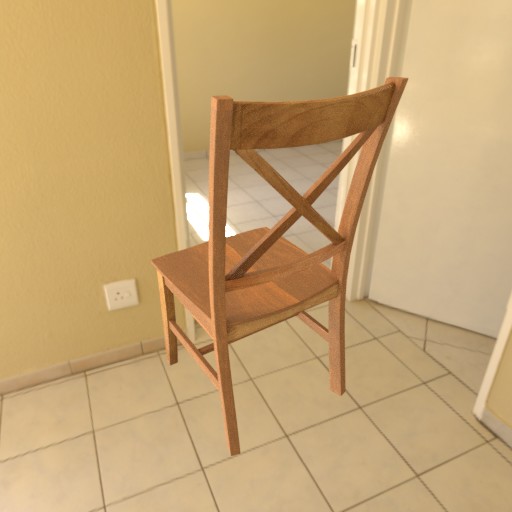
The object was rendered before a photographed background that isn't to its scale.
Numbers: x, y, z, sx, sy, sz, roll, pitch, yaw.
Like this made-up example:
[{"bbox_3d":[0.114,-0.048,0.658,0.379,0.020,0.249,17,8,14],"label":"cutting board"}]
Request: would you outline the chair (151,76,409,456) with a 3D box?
[{"bbox_3d":[0.000,0.000,1.284,0.485,0.983,0.542,-18,34,-29],"label":"chair"}]
